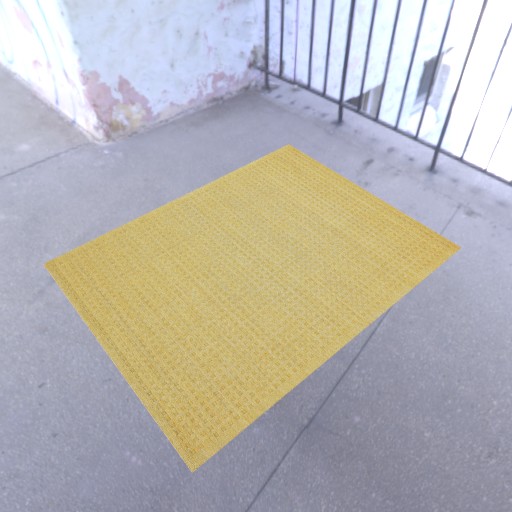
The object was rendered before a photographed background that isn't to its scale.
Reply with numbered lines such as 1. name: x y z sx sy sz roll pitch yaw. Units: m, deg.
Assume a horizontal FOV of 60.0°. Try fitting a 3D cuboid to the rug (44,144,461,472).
1. rug: 0.000 0.000 4.331 3.242 0.015 2.486 -32 54 -27
